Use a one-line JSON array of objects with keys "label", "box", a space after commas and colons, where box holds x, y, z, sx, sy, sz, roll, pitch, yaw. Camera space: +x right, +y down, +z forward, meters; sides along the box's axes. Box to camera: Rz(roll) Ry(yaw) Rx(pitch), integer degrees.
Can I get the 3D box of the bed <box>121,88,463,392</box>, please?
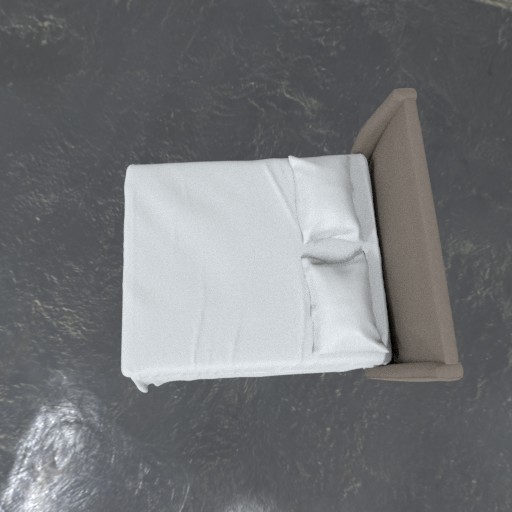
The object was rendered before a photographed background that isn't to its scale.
[{"label": "bed", "box": [0.000, 0.000, 3.351, 2.276, 1.332, 1.925, -3, 75, -1]}]
